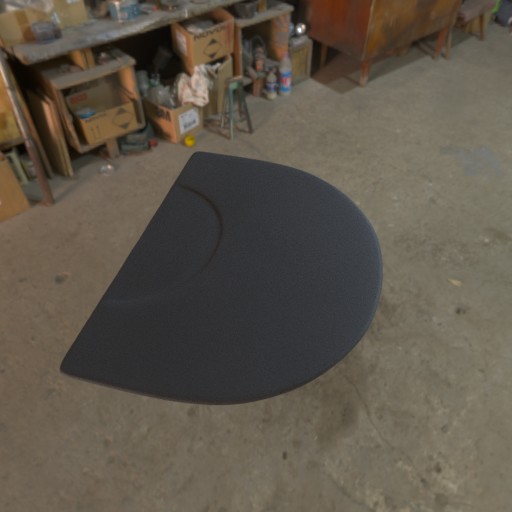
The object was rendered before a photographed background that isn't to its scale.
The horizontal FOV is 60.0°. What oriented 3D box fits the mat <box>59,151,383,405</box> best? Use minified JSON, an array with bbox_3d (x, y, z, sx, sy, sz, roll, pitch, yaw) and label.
[{"bbox_3d":[0.000,0.000,1.633,0.917,0.016,1.220,10,47,10],"label":"mat"}]
